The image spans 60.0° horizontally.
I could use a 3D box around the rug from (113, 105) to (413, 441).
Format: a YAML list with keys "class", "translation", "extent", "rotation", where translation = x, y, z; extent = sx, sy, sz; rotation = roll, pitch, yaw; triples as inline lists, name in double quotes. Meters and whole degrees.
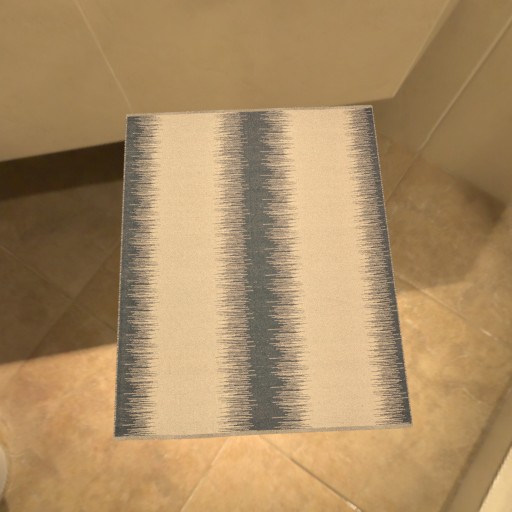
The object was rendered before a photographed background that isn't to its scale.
- class: "rug"
  translation: [0.000, 0.000, 4.016]
  extent: [2.453, 0.004, 3.037]
  rotation: [-2, 75, -1]
